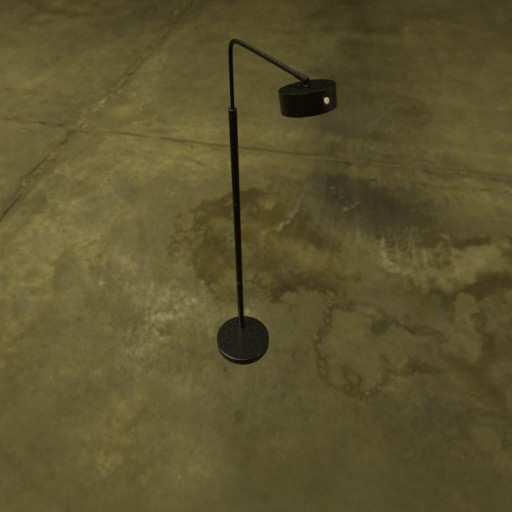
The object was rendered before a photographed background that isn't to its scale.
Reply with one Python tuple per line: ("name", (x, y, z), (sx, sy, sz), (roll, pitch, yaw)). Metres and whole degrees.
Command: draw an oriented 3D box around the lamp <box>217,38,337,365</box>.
("lamp", (0.000, 0.000, 1.394), (0.219, 1.230, 0.418), (-26, 51, -23))
